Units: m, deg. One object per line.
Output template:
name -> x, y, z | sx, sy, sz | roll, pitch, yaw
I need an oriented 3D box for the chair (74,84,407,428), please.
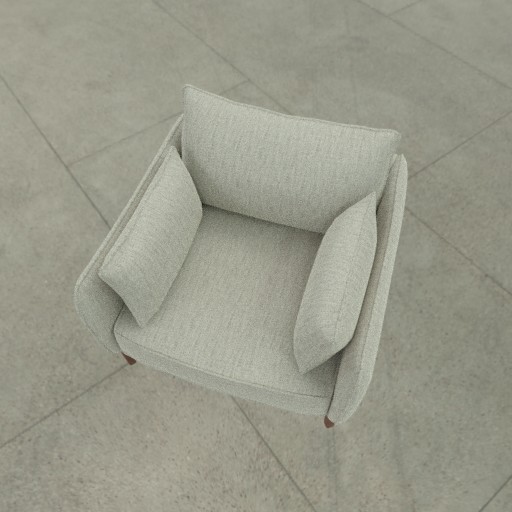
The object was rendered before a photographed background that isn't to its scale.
chair -> 0.000, 0.000, 1.710 | 0.994, 0.855, 0.991 | 15, 58, 9
